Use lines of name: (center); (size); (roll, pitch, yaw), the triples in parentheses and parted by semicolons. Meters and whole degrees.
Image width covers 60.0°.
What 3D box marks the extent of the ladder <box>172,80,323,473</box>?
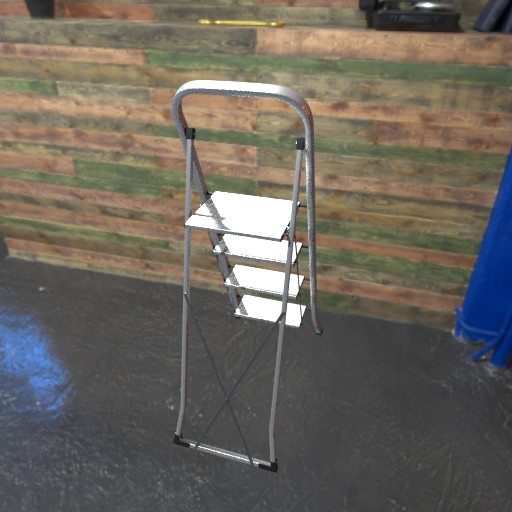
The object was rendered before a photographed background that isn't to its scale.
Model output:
ladder: (0.000, 0.000, 1.659); (0.465, 1.290, 0.830); (9, 32, 15)
